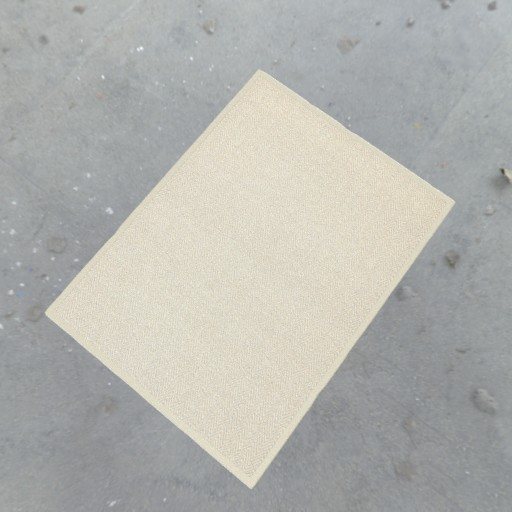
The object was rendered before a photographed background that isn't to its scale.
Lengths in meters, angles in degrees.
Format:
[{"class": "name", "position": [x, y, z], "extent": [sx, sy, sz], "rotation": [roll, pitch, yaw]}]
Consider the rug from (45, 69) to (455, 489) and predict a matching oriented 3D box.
[{"class": "rug", "position": [0.000, 0.000, 4.733], "extent": [2.734, 0.037, 3.659], "rotation": [37, 80, 8]}]
